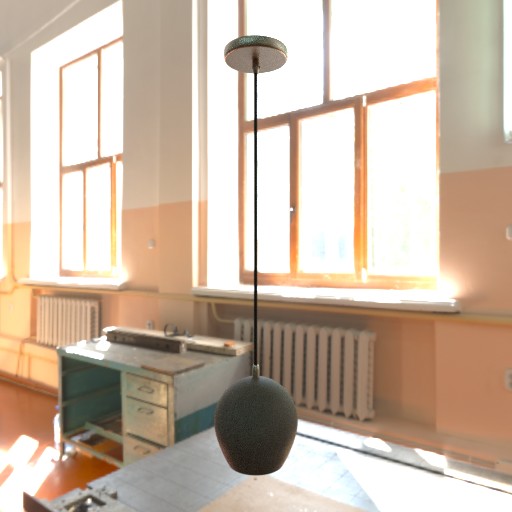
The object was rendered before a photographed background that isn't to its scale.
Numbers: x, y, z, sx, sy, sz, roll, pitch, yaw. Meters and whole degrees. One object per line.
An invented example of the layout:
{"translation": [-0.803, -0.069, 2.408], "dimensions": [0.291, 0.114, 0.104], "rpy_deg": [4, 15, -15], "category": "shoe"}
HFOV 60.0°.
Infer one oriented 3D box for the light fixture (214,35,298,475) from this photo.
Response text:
{"translation": [0.000, 0.000, 0.818], "dimensions": [0.153, 0.760, 0.153], "rpy_deg": [0, 0, -18], "category": "light fixture"}
